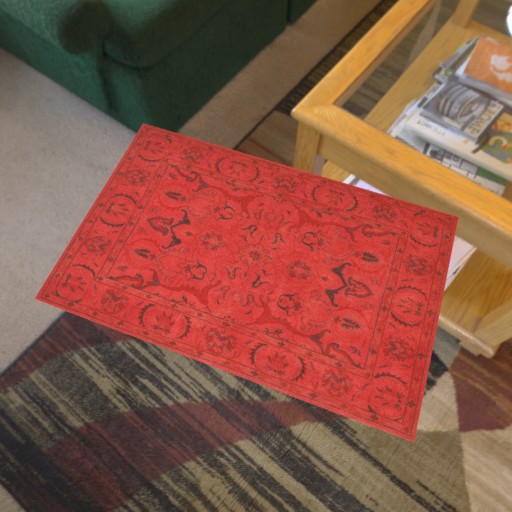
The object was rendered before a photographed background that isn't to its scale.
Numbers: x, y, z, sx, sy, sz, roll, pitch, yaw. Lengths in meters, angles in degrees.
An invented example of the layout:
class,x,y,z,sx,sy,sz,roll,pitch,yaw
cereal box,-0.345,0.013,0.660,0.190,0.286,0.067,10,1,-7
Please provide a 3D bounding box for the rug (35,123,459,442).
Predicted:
class,x,y,z,sx,sy,sz,roll,pitch,yaw
rug,0.000,0.000,2.934,2.423,0.010,1.534,18,66,9
